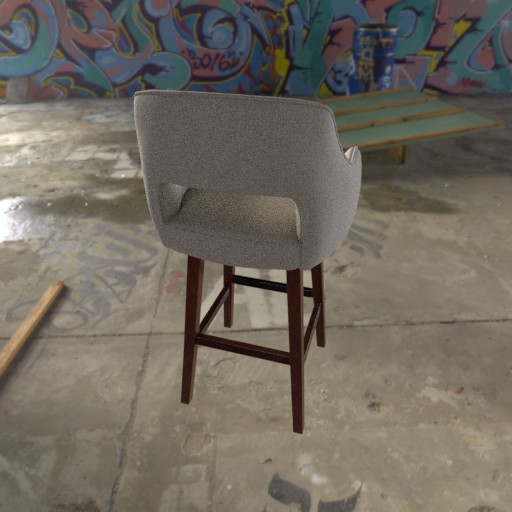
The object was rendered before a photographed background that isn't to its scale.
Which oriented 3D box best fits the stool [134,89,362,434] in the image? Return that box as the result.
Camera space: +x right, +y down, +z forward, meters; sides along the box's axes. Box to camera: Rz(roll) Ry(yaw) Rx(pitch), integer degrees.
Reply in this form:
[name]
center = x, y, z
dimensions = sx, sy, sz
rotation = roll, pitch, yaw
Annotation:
[stool]
center = 0.000, 0.000, 1.343
dimensions = 0.550, 1.041, 0.560
rotation = 9, 32, 15
